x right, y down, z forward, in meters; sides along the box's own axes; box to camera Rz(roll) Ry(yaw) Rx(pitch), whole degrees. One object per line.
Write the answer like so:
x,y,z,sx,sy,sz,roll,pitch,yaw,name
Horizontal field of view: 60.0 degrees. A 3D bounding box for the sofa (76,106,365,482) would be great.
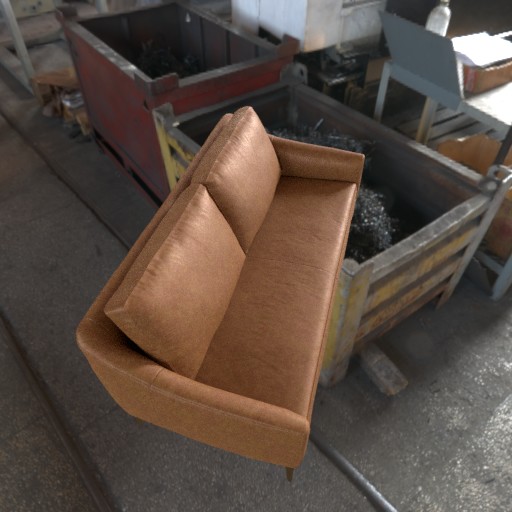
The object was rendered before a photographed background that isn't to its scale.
0.000,0.000,2.530,0.981,0.945,2.036,11,46,11,sofa
